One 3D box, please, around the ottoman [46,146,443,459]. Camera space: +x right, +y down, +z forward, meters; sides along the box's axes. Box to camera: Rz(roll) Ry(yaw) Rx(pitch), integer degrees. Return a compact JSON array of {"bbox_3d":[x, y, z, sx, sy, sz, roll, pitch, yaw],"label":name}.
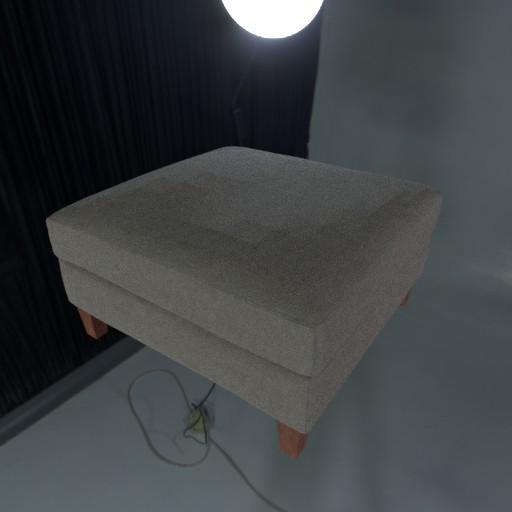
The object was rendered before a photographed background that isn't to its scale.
[{"bbox_3d":[0.000,0.000,1.410,0.881,0.482,0.861,20,36,30],"label":"ottoman"}]
